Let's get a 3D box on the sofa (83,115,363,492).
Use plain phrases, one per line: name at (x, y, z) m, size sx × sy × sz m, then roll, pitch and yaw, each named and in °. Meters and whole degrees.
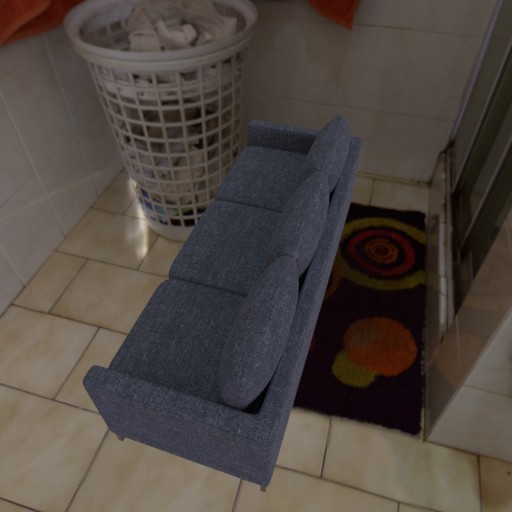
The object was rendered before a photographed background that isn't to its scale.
sofa at (0.000, 0.000, 2.626) m, size 0.859 × 0.874 × 2.218 m, roll 14°, pitch 48°, yaw 12°
